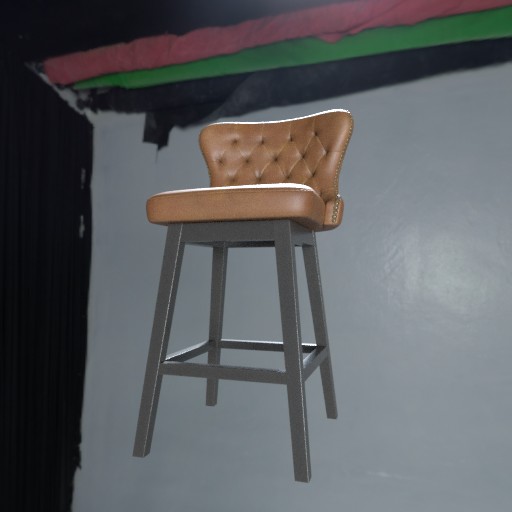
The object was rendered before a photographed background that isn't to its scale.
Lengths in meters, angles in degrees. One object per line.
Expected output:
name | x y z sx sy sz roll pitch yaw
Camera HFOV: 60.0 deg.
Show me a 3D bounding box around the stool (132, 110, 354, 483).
stool | 0.000 0.000 1.287 0.528 0.971 0.593 -1 -2 18
